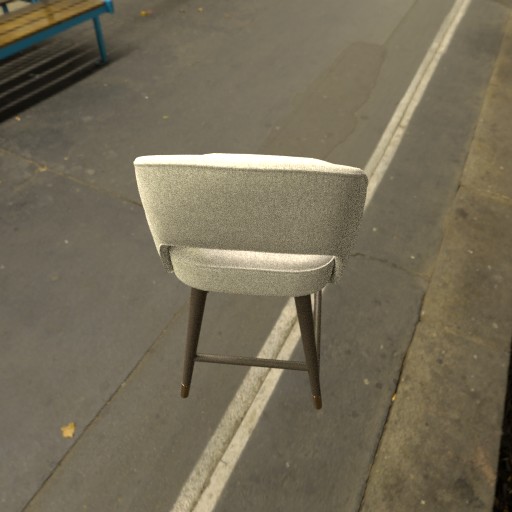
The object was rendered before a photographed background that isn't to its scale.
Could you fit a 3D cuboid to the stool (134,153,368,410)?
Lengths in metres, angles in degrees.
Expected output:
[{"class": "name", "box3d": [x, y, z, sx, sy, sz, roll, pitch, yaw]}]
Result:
[{"class": "stool", "box3d": [0.000, 0.000, 1.202, 0.494, 0.940, 0.509, 4, 47, 3]}]
